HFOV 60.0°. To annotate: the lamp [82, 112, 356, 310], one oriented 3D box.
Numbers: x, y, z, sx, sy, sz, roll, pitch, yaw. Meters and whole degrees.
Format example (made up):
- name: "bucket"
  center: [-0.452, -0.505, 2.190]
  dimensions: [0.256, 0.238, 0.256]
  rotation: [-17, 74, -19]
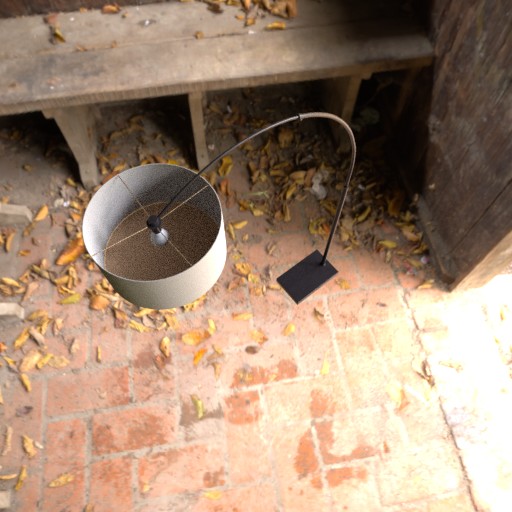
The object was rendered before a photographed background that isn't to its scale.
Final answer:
- name: "lamp"
  center: [0.000, 0.000, 2.450]
  dimensions: [1.424, 1.927, 0.493]
  rotation: [-35, 68, -17]
